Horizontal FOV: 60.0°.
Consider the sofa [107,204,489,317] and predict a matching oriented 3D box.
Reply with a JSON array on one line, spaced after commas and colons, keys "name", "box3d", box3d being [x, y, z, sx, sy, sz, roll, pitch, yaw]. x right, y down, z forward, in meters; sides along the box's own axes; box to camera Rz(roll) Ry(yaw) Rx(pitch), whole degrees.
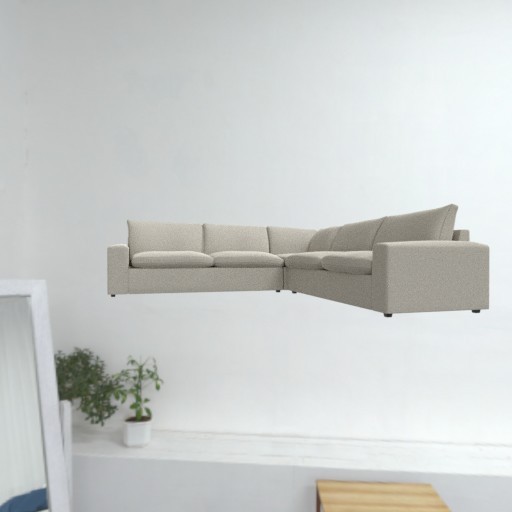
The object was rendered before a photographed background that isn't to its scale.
[{"name": "sofa", "box3d": [0.000, 0.000, 4.744, 3.066, 0.918, 3.206, 0, 1, -16]}]
